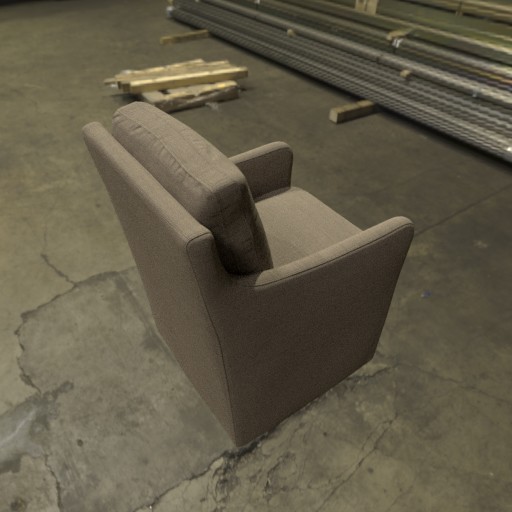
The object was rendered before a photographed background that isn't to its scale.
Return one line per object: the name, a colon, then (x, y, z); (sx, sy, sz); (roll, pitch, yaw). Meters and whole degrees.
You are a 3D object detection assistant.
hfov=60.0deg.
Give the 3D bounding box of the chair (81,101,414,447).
chair: (0.000, 0.000, 1.354); (0.694, 0.914, 0.626); (-24, 46, -26)
